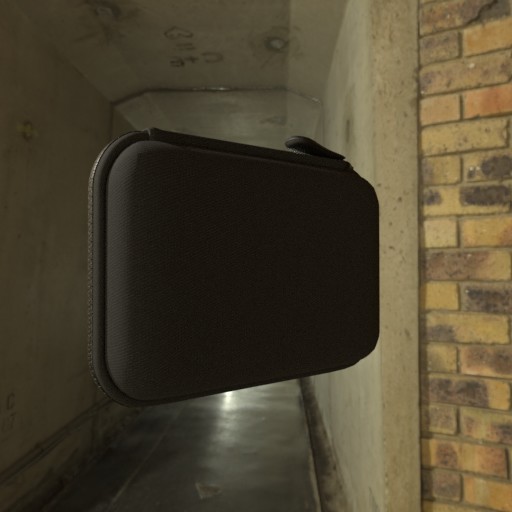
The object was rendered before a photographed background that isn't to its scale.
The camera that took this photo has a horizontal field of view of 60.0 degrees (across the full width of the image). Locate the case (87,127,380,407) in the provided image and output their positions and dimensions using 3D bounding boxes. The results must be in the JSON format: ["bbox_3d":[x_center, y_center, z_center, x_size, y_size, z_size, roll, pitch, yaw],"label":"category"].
[{"bbox_3d":[0.000,0.000,0.182,0.132,0.105,0.038,1,-1,-34],"label":"case"}]
